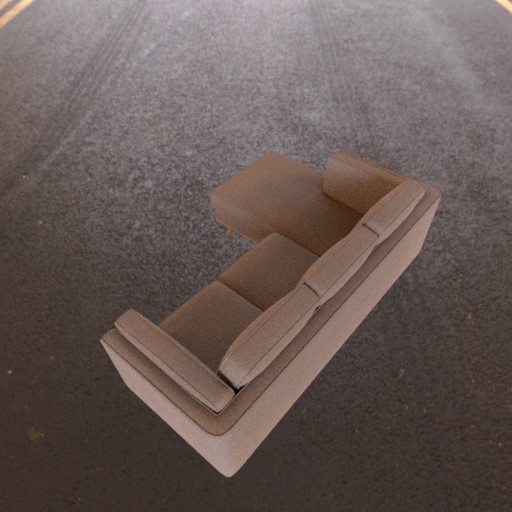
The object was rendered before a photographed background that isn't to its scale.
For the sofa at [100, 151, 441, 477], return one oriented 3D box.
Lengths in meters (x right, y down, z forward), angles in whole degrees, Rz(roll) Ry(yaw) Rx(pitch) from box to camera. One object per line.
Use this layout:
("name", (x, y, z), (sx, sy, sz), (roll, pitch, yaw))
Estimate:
("sofa", (0.000, 0.000, 3.144), (1.604, 0.929, 2.411), (31, 53, 27))
